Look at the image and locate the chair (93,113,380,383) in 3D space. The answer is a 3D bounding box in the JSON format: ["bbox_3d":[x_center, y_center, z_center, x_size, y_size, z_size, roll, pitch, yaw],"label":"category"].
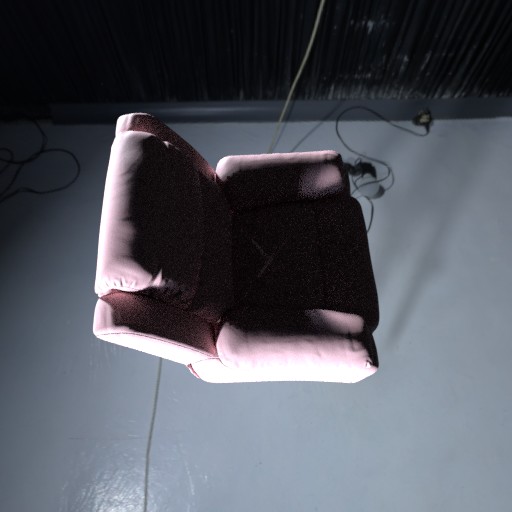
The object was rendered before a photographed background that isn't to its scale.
[{"bbox_3d":[0.000,0.000,1.278,0.709,0.702,0.680,-2,65,-1],"label":"chair"}]
